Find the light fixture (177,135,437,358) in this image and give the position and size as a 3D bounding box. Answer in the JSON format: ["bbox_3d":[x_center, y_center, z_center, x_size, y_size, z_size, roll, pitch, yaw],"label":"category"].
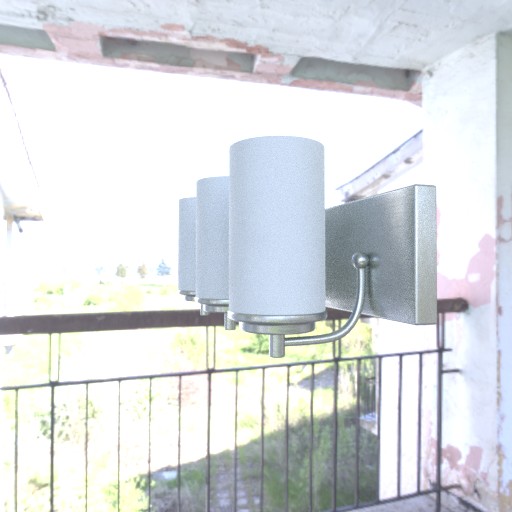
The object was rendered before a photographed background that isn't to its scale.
[{"bbox_3d":[0.000,0.000,0.527,0.145,0.172,0.451,0,-1,-17],"label":"light fixture"}]
